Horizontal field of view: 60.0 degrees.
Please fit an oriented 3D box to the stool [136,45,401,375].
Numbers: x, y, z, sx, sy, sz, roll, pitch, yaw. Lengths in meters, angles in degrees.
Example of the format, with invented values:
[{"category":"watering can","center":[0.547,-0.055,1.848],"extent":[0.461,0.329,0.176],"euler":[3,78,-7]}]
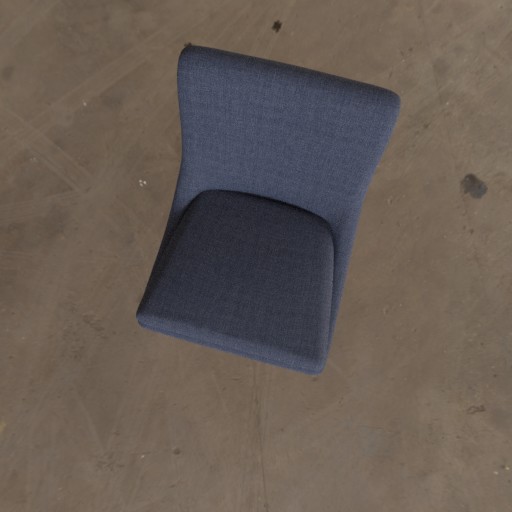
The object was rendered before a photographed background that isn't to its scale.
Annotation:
[{"category":"stool","center":[0.000,0.000,1.174],"extent":[0.467,0.895,0.524],"euler":[15,75,4]}]
